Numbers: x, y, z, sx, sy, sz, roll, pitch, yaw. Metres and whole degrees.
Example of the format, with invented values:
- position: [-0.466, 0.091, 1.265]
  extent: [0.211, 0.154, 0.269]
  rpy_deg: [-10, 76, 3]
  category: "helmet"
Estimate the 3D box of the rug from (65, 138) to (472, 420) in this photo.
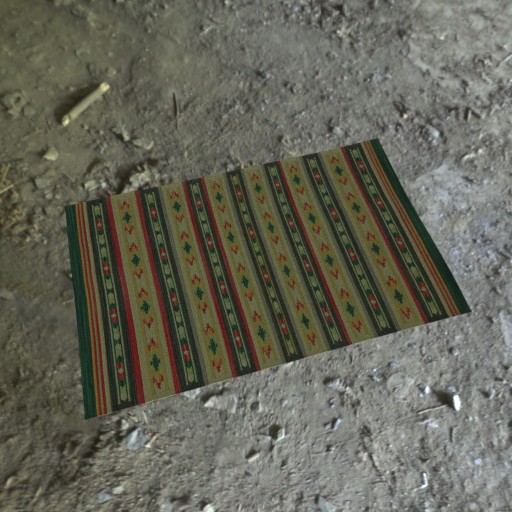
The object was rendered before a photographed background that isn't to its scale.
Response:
- position: [0.000, 0.000, 3.019]
  extent: [2.447, 0.011, 1.520]
  rpy_deg: [-14, 63, -7]
  category: "rug"
